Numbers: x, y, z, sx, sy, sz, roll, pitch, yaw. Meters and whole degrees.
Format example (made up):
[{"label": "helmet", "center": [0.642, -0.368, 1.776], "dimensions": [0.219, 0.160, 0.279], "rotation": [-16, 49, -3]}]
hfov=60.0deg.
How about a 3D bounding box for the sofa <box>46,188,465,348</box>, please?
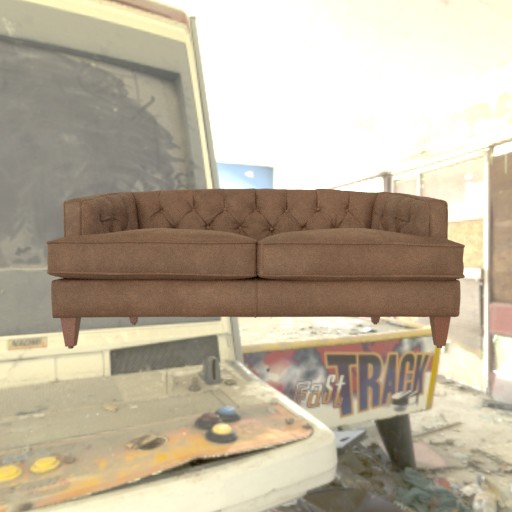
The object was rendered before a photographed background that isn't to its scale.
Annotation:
[{"label": "sofa", "center": [0.000, 0.000, 2.265], "dimensions": [1.767, 0.799, 0.917], "rotation": [0, 0, 0]}]
